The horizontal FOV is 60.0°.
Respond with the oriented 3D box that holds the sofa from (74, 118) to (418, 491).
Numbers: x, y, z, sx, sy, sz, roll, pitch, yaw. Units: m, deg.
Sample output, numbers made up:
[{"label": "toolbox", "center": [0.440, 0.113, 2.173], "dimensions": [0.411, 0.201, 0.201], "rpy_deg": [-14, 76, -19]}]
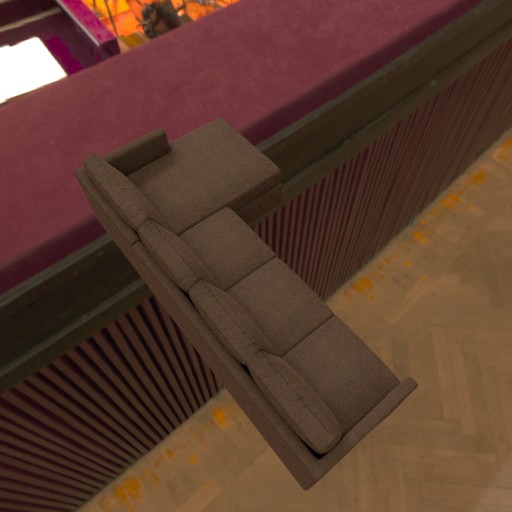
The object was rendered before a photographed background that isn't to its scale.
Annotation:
[{"label": "sofa", "center": [0.000, 0.000, 3.779], "dimensions": [1.650, 0.922, 3.205], "rpy_deg": [-34, 64, -20]}]
